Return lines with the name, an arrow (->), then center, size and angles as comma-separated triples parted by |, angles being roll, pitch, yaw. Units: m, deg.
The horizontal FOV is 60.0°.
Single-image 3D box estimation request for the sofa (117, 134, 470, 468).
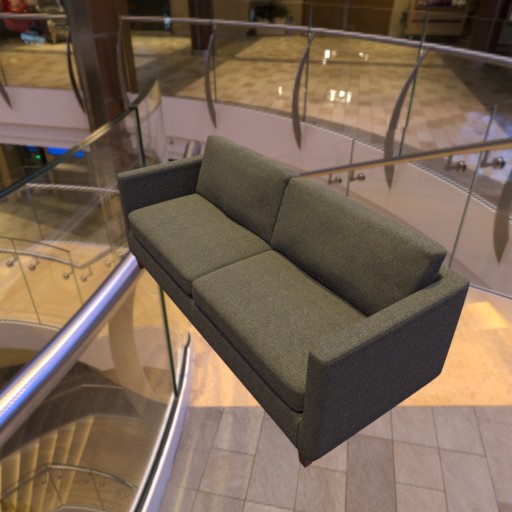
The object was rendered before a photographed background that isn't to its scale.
sofa -> 0.000, 0.000, 2.729 | 0.948, 0.965, 2.208 | -20, 38, -28
